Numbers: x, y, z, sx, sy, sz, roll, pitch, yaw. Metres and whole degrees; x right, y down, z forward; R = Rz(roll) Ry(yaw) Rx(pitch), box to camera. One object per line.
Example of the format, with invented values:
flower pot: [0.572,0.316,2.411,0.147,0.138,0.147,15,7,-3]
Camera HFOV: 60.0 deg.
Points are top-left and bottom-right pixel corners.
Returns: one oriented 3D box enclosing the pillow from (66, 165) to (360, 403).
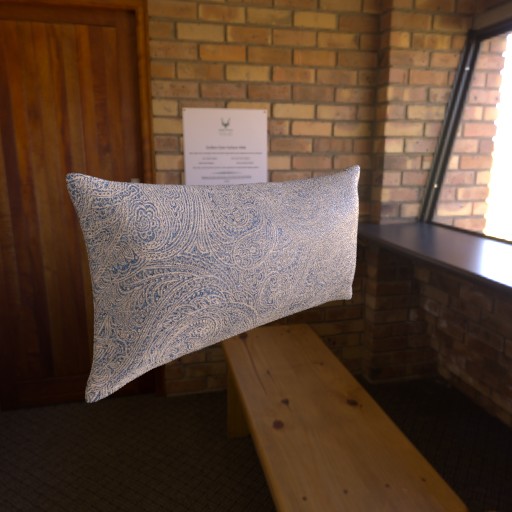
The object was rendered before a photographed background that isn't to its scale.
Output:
pillow: [0.000,0.000,0.752,0.151,0.295,0.615,12,18,44]
